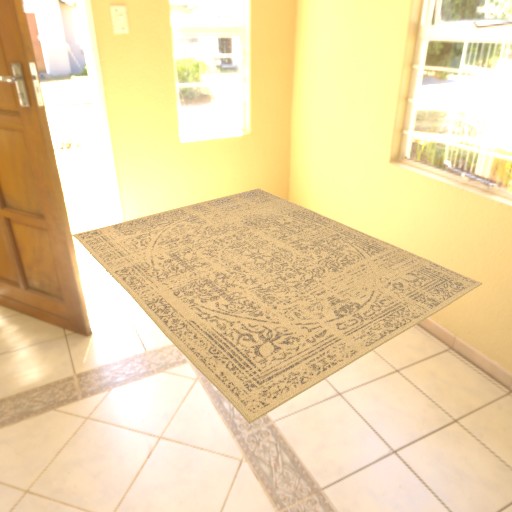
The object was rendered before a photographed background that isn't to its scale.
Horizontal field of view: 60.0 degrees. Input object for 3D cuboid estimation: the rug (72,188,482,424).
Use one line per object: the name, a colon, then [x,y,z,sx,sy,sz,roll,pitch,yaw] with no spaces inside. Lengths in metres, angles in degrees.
rug: [0.000,0.000,3.915,2.311,0.032,2.921,-19,33,-33]
